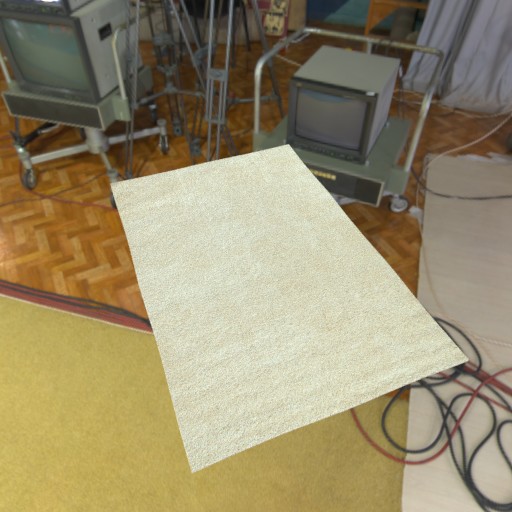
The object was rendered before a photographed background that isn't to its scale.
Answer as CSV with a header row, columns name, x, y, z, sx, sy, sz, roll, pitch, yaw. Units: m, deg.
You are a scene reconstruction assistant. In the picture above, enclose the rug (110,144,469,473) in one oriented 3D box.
name,x,y,z,sx,sy,sz,roll,pitch,yaw
rug,0.000,0.000,3.428,1.800,0.025,2.699,-16,48,-15
